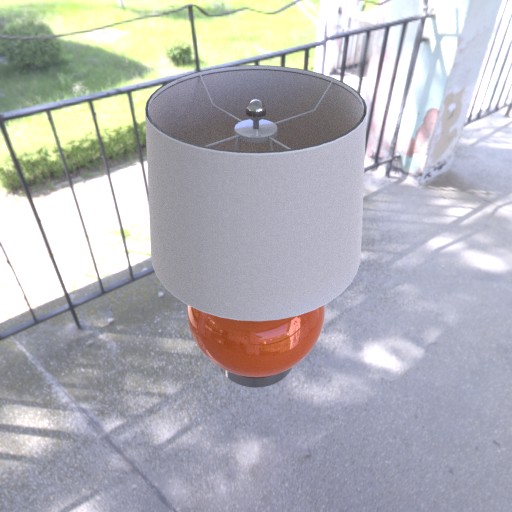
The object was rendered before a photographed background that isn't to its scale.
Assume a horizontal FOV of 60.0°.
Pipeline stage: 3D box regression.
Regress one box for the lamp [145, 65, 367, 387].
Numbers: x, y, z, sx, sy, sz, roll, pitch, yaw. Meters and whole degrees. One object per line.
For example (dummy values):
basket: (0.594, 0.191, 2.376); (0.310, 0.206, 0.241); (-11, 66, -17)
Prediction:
lamp: (0.000, 0.000, 0.543); (0.247, 0.387, 0.247); (0, 41, 0)
